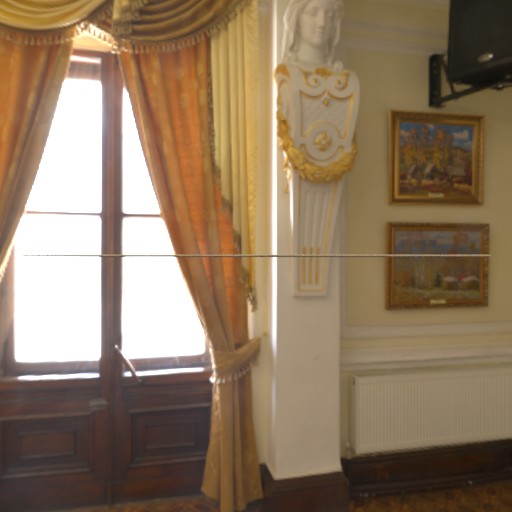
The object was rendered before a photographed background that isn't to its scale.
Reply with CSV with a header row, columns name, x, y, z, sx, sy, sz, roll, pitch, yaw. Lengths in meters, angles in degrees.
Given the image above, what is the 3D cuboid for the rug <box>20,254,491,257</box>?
name,x,y,z,sx,sy,sz,roll,pitch,yaw
rug,0.000,0.000,2.665,2.435,0.009,0.750,0,0,0
